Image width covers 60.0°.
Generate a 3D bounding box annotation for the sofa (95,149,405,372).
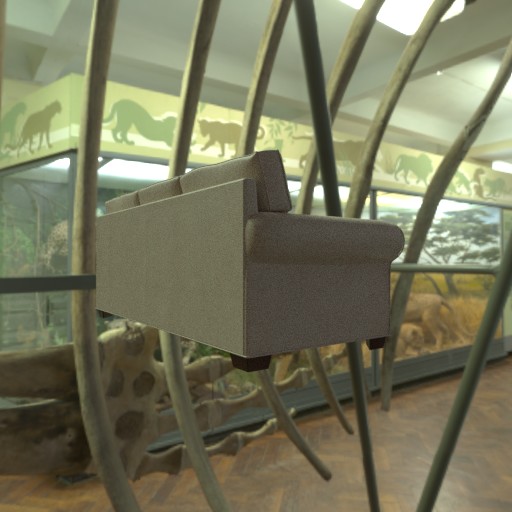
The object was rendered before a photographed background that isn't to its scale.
[{"bbox_3d":[0.000,0.000,2.371,1.226,0.734,1.770,0,0,-35],"label":"sofa"}]
